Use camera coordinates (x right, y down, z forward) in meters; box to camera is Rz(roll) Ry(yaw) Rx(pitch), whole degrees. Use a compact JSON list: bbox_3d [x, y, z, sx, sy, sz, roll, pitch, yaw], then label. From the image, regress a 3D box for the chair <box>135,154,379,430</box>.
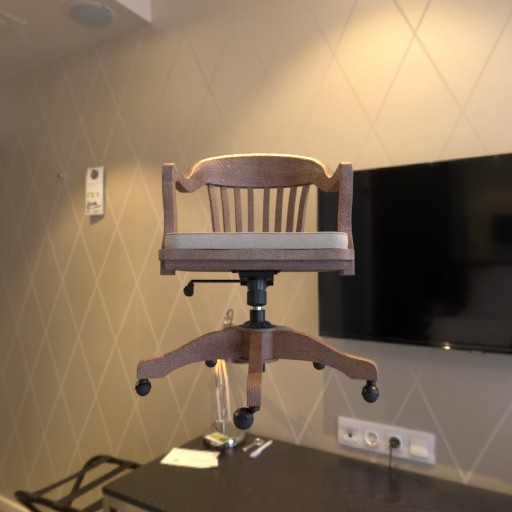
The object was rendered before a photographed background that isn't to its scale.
[{"bbox_3d":[0.000,0.000,1.476,0.750,0.878,0.788,0,-1,1],"label":"chair"}]
